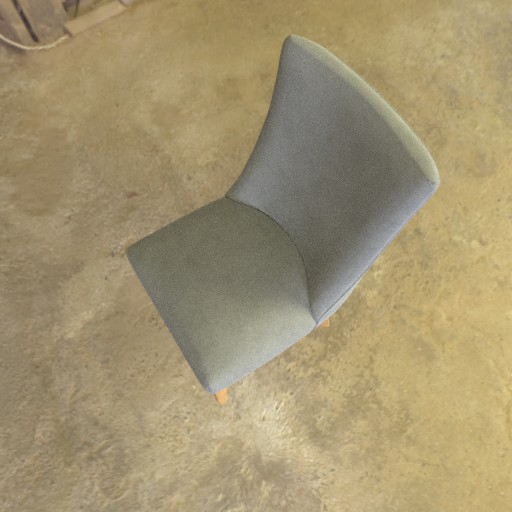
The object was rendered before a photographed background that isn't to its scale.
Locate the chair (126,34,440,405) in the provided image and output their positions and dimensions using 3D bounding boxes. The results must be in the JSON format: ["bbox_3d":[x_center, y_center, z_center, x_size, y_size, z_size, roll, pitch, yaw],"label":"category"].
[{"bbox_3d":[0.000,0.000,1.233,0.610,0.902,0.495,-31,69,-13],"label":"chair"}]
